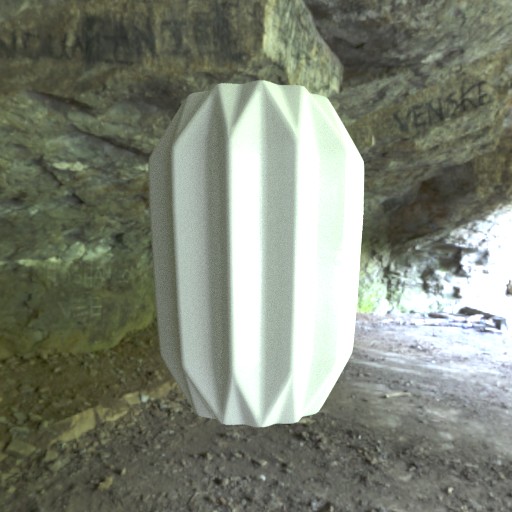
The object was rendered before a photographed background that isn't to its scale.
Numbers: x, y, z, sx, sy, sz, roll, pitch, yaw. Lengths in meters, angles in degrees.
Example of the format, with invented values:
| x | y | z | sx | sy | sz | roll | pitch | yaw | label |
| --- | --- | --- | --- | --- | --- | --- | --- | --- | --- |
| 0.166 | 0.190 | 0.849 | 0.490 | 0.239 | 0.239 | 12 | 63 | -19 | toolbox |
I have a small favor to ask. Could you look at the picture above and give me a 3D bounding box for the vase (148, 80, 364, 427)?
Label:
| x | y | z | sx | sy | sz | roll | pitch | yaw | label |
| --- | --- | --- | --- | --- | --- | --- | --- | --- | --- |
| 0.000 | 0.000 | 0.411 | 0.195 | 0.275 | 0.195 | 0 | 0 | 0 | vase |
